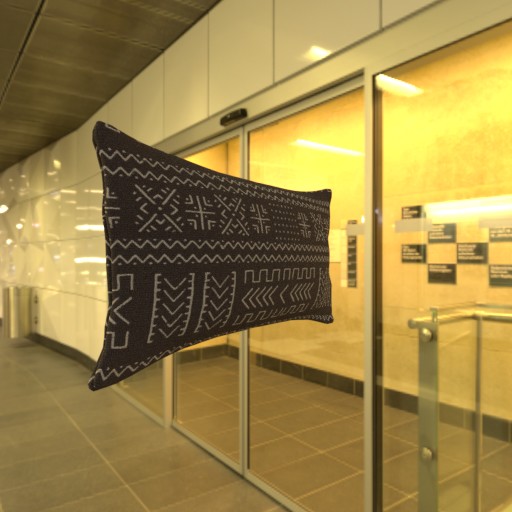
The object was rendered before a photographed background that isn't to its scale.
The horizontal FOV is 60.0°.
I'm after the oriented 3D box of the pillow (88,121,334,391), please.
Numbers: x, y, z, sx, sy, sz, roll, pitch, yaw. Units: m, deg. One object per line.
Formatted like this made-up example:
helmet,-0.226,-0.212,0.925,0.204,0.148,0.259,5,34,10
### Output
pillow,0.000,0.000,0.790,0.135,0.322,0.667,0,0,34
